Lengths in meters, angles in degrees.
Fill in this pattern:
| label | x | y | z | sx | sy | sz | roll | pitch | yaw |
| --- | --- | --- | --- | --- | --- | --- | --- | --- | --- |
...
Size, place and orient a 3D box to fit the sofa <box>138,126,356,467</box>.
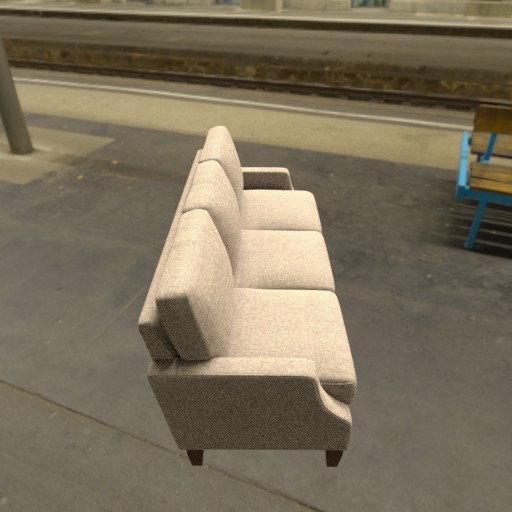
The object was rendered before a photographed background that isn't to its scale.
| label | x | y | z | sx | sy | sz | roll | pitch | yaw |
| --- | --- | --- | --- | --- | --- | --- | --- | --- | --- |
| sofa | 0.000 | 0.000 | 2.635 | 0.888 | 0.984 | 2.115 | 0 | 33 | 0 |
